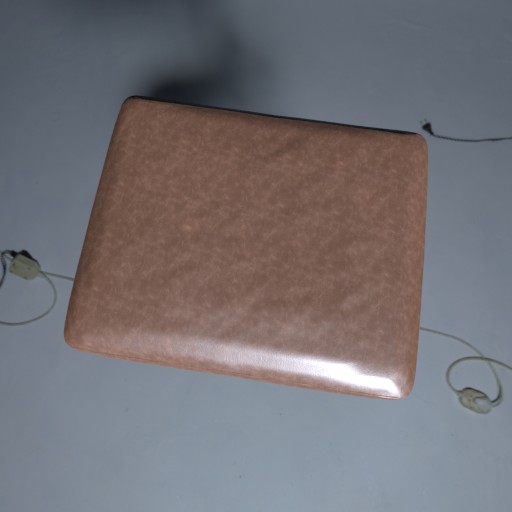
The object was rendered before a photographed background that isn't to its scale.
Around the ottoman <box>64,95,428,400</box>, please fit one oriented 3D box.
[{"bbox_3d":[0.000,0.000,1.120,0.751,0.476,0.603,8,76,2],"label":"ottoman"}]
